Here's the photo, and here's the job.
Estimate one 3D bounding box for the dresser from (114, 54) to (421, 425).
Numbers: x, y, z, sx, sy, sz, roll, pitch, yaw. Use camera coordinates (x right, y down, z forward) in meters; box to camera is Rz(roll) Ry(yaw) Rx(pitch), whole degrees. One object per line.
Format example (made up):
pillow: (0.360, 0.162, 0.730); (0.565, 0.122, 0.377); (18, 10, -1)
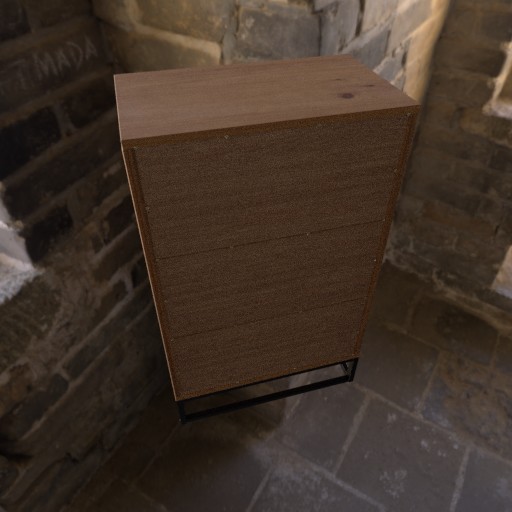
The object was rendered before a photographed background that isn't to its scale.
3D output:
dresser: (0.000, 0.000, 1.639); (0.761, 1.240, 0.479); (-10, 42, -12)
